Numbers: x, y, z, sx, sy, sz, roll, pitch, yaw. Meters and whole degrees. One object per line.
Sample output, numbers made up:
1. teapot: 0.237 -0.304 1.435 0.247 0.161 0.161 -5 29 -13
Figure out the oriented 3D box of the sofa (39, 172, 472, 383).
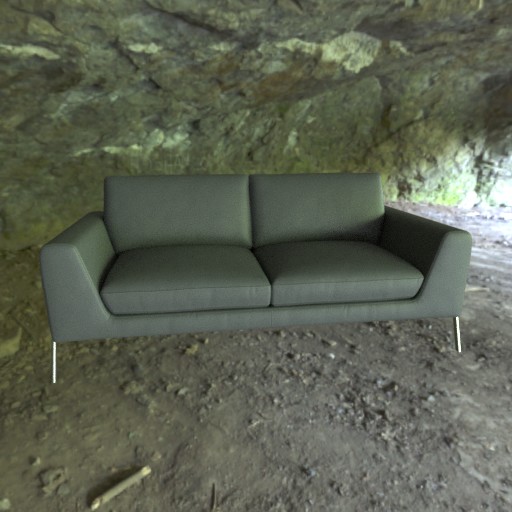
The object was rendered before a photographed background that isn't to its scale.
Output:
1. sofa: 0.000 0.000 2.486 2.017 0.875 0.953 -2 15 -9
